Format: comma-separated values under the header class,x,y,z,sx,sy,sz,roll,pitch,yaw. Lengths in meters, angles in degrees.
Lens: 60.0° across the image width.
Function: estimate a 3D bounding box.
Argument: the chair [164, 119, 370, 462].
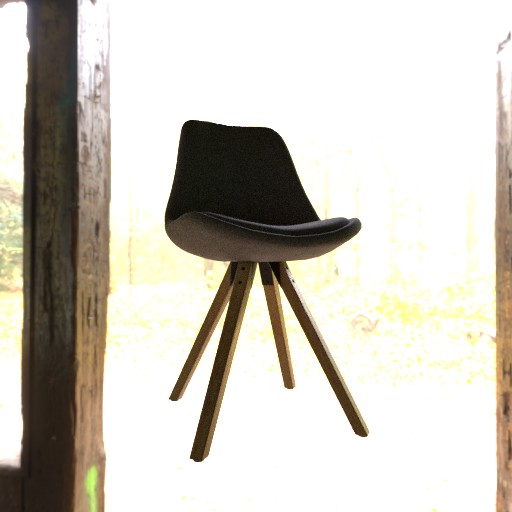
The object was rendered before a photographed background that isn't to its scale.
class,x,y,z,sx,sy,sz,roll,pitch,yaw
chair,0.000,0.000,1.202,0.483,0.865,0.550,0,0,-19
